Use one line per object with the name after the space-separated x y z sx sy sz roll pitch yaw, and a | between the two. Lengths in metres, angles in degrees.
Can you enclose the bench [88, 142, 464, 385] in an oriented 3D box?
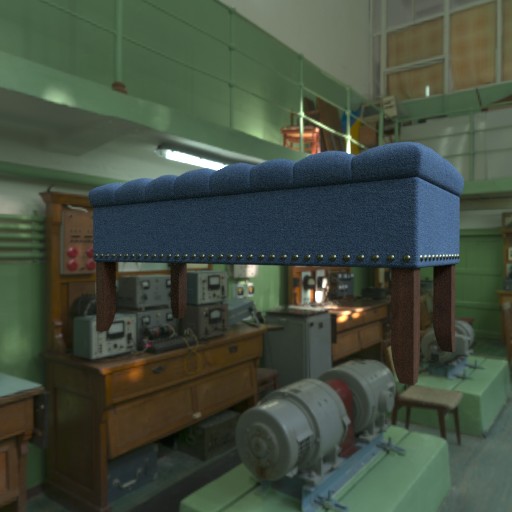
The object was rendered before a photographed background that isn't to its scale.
0.000 0.000 1.300 1.052 0.492 0.417 0 1 35 | bench
